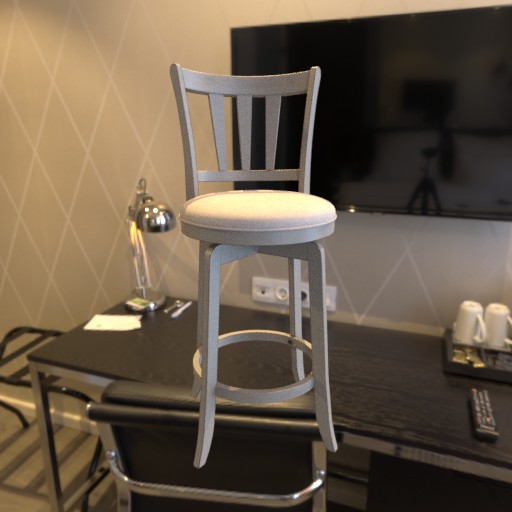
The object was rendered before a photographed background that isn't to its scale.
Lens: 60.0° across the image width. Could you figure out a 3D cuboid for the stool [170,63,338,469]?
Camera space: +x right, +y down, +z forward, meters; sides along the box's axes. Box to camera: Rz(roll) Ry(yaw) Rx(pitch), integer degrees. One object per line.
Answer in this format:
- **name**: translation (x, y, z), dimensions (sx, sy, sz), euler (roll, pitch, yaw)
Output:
- **stool**: translation (0.000, 0.000, 1.256), dimensions (0.436, 1.042, 0.475), euler (-3, 16, -9)
